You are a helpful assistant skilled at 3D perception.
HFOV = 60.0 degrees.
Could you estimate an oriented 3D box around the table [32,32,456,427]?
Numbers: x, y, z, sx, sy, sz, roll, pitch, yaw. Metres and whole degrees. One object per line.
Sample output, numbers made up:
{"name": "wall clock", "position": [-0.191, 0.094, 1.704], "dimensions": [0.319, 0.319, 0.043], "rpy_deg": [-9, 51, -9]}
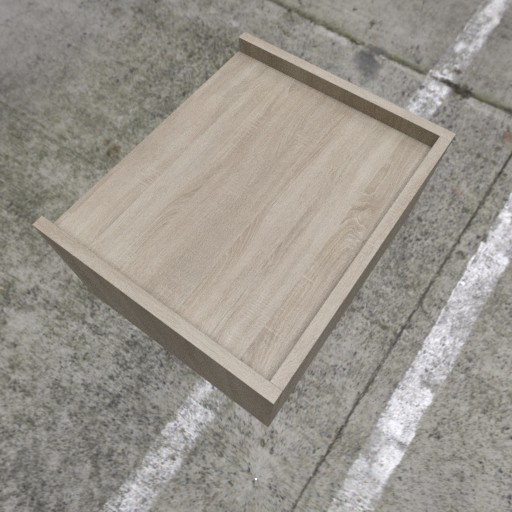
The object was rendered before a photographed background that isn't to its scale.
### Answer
{"name": "table", "position": [0.000, 0.000, 0.800], "dimensions": [0.370, 0.470, 0.450], "rpy_deg": [33, 68, 15]}
